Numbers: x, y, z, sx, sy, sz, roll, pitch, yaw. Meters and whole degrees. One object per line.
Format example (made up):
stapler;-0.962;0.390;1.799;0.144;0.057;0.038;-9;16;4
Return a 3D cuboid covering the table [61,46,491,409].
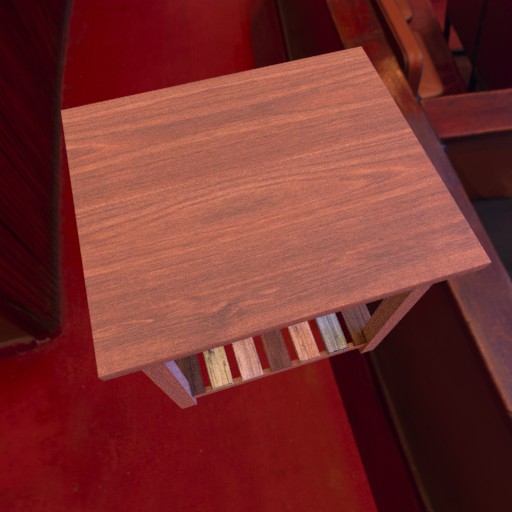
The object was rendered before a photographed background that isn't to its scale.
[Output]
table;0.000;0.000;1.108;0.660;0.635;0.559;-15;64;-8
